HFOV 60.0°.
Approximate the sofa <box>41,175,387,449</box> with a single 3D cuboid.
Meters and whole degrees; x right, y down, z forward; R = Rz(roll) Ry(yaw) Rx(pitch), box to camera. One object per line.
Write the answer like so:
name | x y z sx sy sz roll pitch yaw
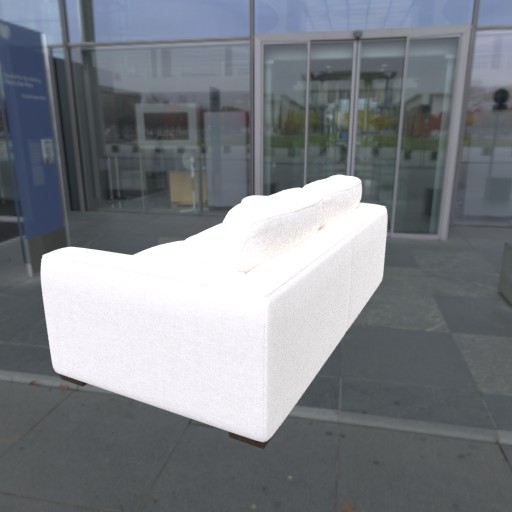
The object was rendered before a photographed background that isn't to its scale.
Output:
sofa | 0.000 0.000 2.428 1.069 0.801 1.920 8 18 26
